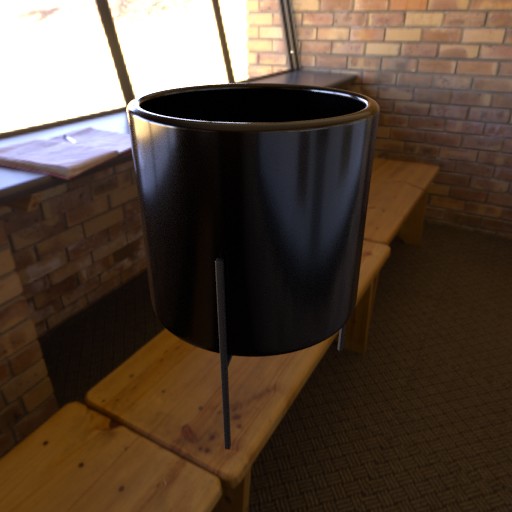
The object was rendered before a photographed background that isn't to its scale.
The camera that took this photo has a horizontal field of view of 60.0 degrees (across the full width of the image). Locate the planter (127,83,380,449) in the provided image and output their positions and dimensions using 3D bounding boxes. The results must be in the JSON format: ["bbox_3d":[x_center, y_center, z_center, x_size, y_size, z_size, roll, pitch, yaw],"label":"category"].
[{"bbox_3d":[0.000,0.000,0.639,0.310,0.432,0.310,-1,29,-2],"label":"planter"}]
